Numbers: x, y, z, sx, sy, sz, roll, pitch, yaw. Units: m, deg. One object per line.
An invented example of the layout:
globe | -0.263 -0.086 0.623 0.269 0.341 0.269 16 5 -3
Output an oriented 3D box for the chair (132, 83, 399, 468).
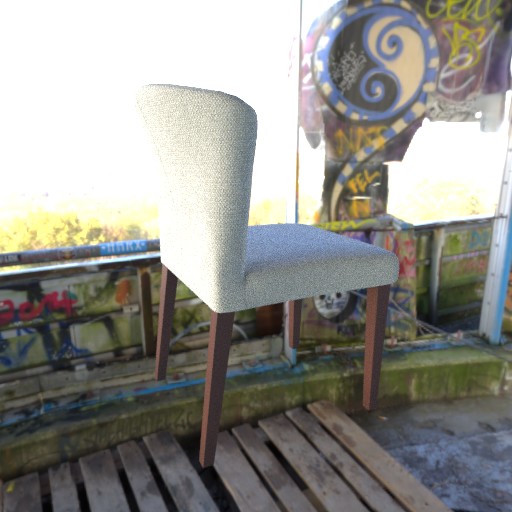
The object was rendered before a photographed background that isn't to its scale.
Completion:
chair | 0.000 0.000 1.198 0.589 0.839 0.491 -7 17 -26
